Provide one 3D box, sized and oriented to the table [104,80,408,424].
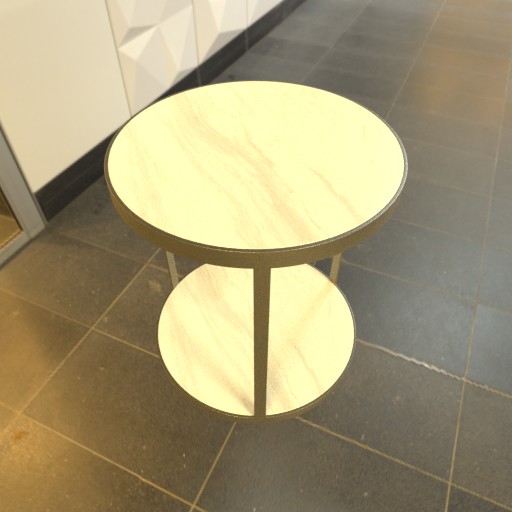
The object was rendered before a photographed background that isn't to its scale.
[{"bbox_3d":[0.000,0.000,0.839,0.445,0.479,0.445,0,46,0],"label":"table"}]
